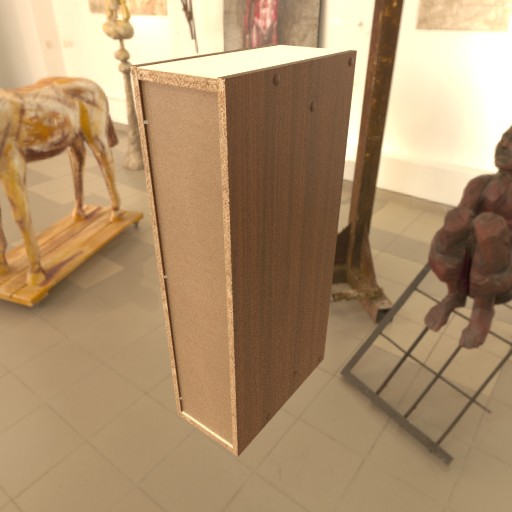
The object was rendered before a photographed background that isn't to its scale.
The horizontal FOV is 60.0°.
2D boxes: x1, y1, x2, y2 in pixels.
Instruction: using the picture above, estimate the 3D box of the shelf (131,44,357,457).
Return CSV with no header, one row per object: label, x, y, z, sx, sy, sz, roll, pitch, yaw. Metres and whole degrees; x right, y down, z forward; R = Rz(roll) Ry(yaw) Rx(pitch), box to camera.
shelf,0.000,0.000,0.727,0.147,0.600,0.290,21,37,31
